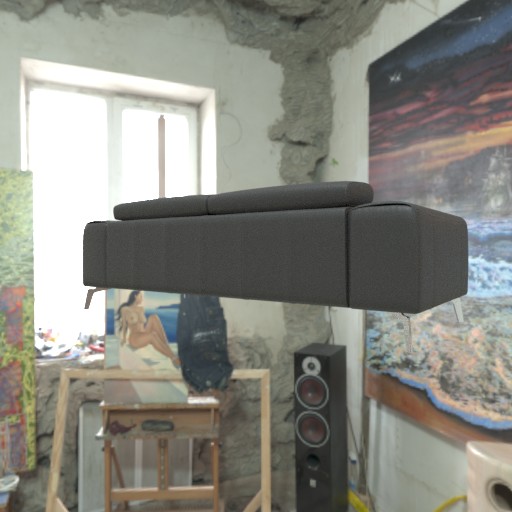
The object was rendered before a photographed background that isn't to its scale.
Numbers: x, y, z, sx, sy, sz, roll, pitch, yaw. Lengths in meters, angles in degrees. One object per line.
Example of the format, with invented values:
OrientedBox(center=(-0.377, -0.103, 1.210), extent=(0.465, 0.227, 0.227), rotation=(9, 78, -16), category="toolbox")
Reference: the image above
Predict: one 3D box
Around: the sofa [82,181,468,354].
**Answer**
OrientedBox(center=(0.000, 0.000, 2.838), extent=(2.321, 0.759, 1.023), rotation=(1, 1, 36), category="sofa")
